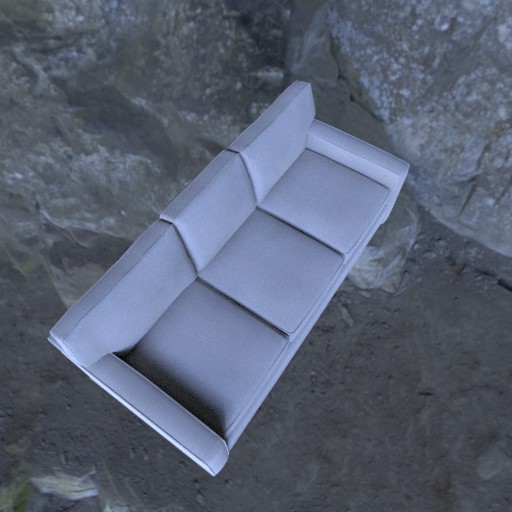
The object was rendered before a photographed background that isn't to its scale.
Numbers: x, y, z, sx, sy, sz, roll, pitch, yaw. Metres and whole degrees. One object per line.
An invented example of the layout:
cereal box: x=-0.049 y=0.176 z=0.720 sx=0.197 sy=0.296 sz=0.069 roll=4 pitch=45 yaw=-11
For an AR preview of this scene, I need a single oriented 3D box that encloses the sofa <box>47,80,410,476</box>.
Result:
sofa: x=0.000 y=0.000 z=2.564 sx=0.935 sy=0.862 sz=2.088 roll=31 pitch=64 yaw=17
